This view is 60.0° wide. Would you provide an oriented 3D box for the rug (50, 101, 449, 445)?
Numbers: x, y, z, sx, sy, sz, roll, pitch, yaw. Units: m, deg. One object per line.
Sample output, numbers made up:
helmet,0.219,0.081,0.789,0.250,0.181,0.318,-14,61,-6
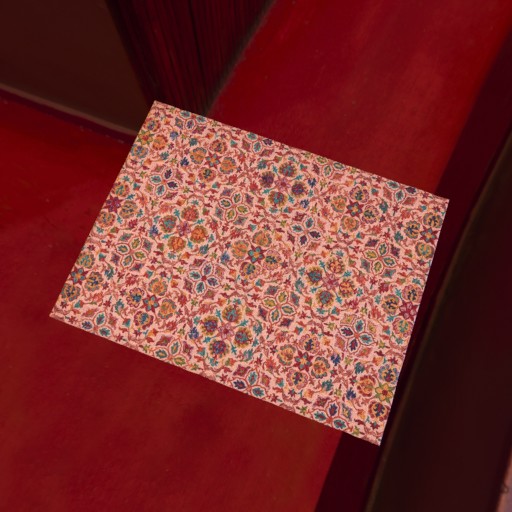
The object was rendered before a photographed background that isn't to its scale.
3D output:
rug,0.000,0.000,4.287,3.215,0.020,2.446,20,76,5
